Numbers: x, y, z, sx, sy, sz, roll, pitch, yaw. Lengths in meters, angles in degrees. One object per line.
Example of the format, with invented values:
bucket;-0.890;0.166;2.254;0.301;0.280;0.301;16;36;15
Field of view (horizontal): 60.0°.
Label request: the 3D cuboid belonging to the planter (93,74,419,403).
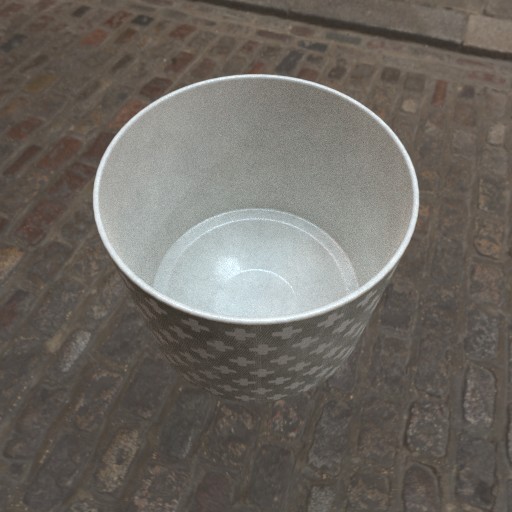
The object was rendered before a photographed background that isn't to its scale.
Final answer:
planter;0.000;0.000;0.446;0.250;0.239;0.250;0;58;0
